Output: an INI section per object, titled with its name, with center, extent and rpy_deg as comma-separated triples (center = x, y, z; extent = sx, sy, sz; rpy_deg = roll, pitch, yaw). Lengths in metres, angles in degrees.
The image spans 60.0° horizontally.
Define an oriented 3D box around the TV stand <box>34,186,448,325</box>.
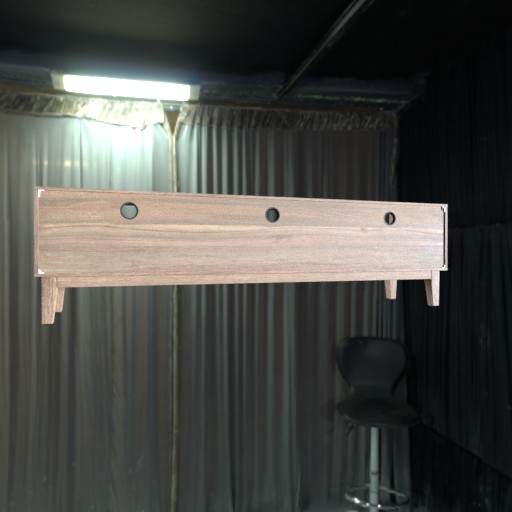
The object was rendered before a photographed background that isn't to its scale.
[TV stand]
center = 0.000, 0.000, 1.695
extent = 1.482, 0.409, 0.366
rpy_deg = 0, 0, -19
